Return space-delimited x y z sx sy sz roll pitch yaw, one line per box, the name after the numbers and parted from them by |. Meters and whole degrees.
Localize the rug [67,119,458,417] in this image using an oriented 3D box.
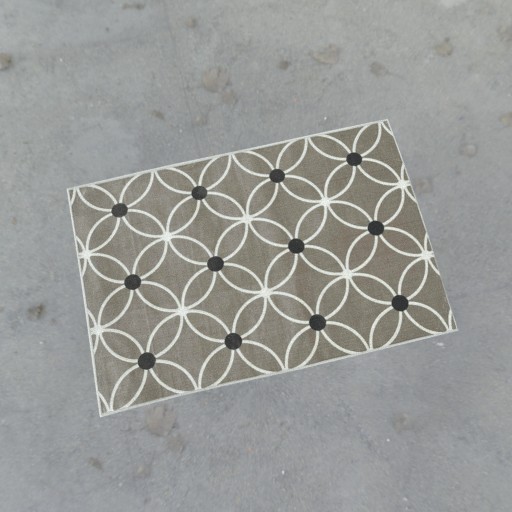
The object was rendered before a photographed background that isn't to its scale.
0.000 0.000 2.899 2.284 0.008 1.522 -13 77 -3 | rug
